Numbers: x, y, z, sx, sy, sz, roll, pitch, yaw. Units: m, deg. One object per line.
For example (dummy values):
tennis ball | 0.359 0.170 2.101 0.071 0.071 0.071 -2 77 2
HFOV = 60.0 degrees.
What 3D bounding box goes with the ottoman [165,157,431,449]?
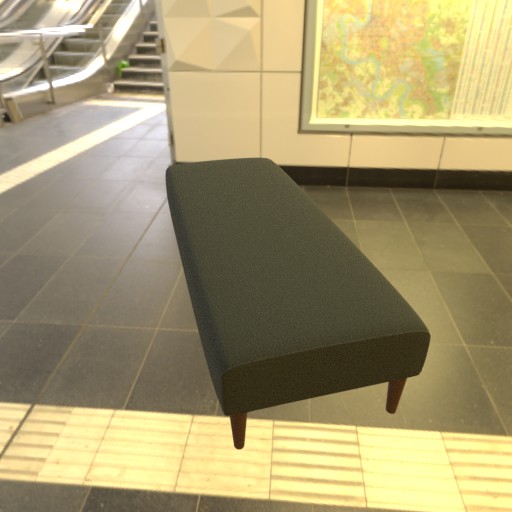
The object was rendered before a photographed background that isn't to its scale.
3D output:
ottoman | 0.000 0.000 1.926 0.646 0.393 1.609 -8 31 -13
